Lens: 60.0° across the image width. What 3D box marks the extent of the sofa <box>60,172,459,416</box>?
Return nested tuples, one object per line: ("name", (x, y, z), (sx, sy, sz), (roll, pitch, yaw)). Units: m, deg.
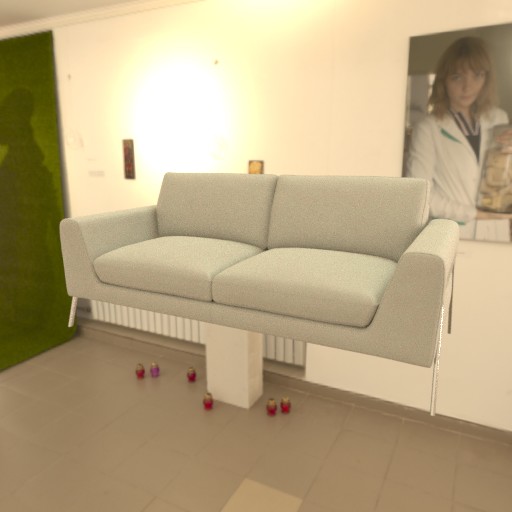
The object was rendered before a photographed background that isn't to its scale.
("sofa", (0.000, 0.000, 2.463), (2.017, 0.875, 0.953), (7, 15, 26))
